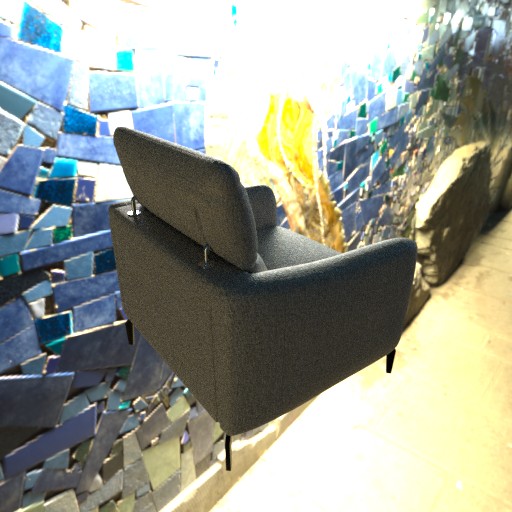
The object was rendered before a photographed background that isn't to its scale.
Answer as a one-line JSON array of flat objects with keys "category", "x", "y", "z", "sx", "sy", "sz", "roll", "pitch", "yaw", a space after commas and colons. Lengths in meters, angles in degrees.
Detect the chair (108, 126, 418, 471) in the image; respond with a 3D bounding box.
[{"category": "chair", "x": 0.000, "y": 0.000, "z": 1.718, "sx": 0.835, "sy": 0.967, "sz": 0.972, "roll": -17, "pitch": 30, "yaw": -32}]
